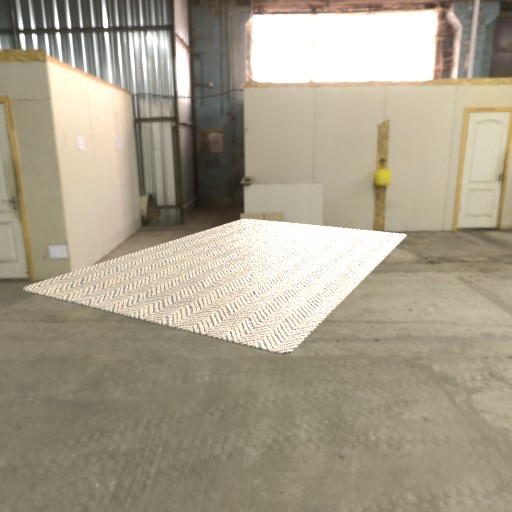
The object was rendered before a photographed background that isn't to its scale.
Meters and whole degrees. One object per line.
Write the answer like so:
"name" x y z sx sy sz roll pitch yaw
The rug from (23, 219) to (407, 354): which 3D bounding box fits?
"rug" 0.000 0.000 2.201 1.144 0.008 1.752 8 17 27
